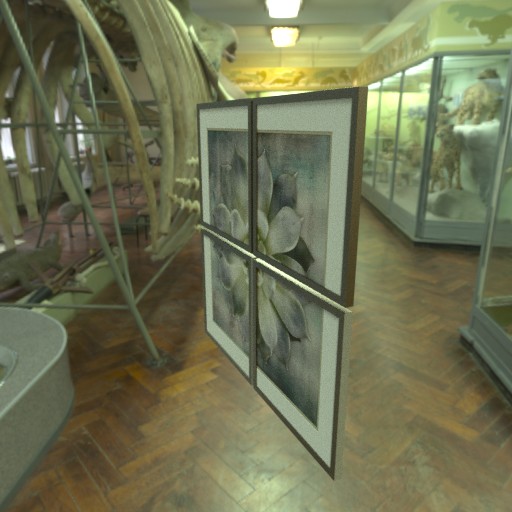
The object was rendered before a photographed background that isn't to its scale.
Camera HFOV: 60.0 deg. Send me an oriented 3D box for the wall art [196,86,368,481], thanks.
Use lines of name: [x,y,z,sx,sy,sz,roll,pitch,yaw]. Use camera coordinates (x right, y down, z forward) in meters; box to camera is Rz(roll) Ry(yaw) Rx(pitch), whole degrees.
wall art: [0.000,0.000,1.534,0.030,1.032,1.032,-8,19,-25]
